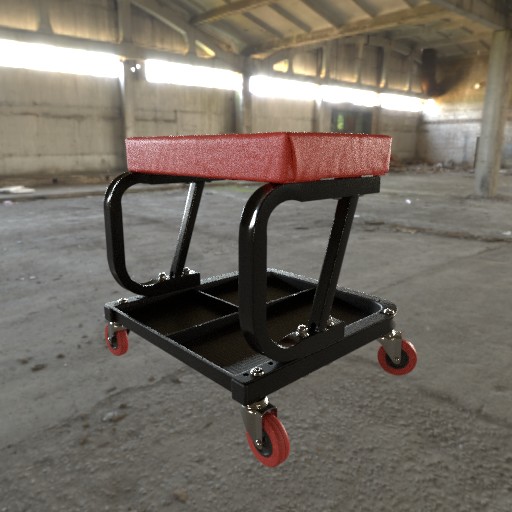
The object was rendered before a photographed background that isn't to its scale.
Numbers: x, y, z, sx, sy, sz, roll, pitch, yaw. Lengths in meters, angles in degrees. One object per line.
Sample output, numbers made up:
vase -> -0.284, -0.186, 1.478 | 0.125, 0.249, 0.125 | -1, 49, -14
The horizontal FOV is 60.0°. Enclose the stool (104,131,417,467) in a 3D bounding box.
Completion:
stool -> 0.000, 0.000, 0.725 | 0.371, 0.380, 0.446 | -12, 18, -41
